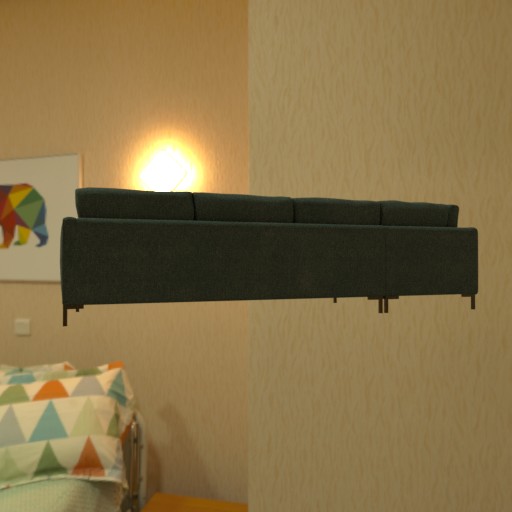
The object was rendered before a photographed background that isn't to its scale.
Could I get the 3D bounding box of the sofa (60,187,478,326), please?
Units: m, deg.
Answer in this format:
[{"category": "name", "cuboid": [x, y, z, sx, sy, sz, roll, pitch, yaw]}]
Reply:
[{"category": "sofa", "cuboid": [0.000, 0.000, 3.855, 2.949, 0.815, 2.007, 0, 0, -17]}]
